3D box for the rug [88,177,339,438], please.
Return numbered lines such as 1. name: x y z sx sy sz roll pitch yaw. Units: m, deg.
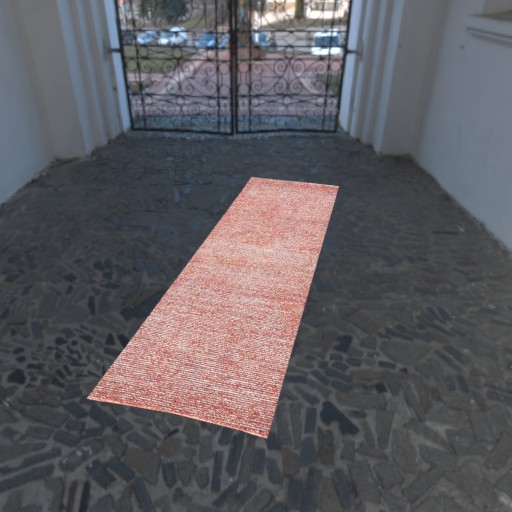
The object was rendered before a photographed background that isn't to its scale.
1. rug: 0.000 0.000 2.601 0.718 0.013 2.353 8 33 13
